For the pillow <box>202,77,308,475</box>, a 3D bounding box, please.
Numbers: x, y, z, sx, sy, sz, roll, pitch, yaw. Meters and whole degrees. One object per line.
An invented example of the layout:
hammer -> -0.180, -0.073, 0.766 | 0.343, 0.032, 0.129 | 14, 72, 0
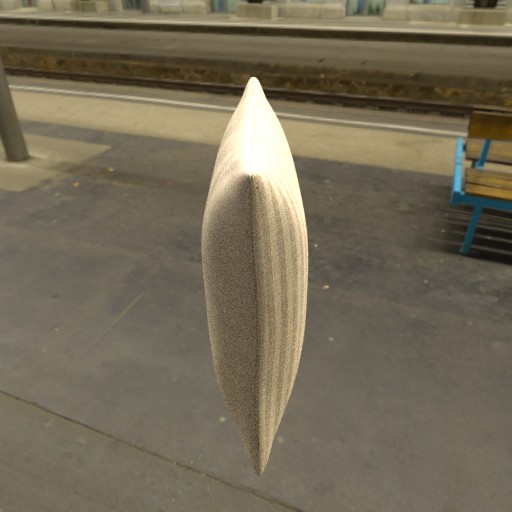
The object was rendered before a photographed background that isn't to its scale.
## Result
pillow -> 0.000, 0.000, 0.791 | 0.166, 0.510, 0.523 | 0, 32, 0
